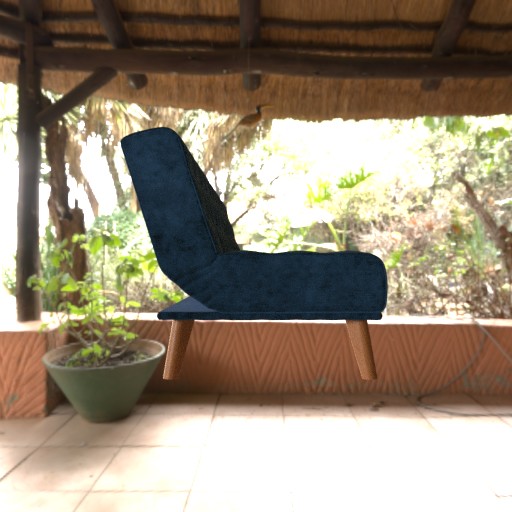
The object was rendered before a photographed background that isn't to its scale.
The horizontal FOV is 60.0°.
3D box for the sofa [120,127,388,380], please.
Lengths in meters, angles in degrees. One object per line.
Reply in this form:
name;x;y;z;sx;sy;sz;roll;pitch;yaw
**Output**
sofa;0.000;0.000;2.309;0.855;0.813;1.804;0;0;1
